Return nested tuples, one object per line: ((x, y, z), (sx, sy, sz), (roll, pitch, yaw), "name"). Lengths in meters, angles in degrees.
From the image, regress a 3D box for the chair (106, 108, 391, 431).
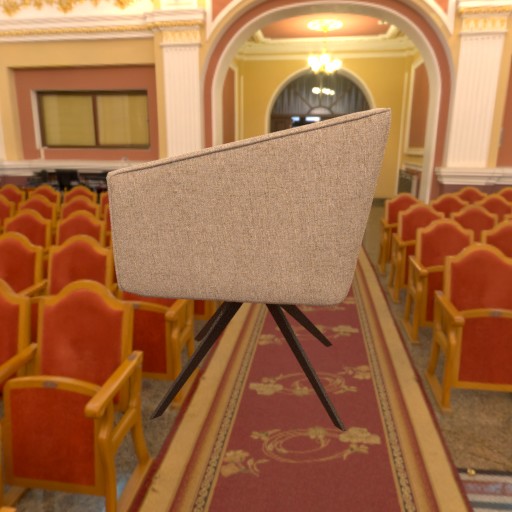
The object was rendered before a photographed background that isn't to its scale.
((0.000, 0.000, 1.274), (0.623, 0.760, 0.628), (2, 14, 8), "chair")
